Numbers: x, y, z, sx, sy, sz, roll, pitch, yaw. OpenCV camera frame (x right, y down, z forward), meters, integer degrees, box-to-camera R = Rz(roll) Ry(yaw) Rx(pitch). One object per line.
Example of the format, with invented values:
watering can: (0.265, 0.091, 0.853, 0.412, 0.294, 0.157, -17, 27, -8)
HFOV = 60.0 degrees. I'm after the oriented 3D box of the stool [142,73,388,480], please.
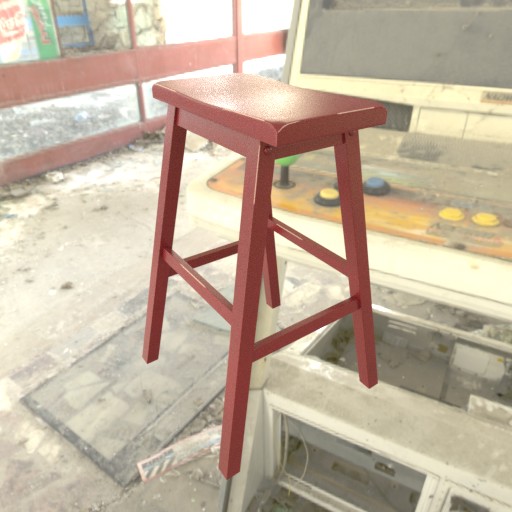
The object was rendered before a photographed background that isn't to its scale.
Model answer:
stool: (0.000, 0.000, 1.040, 0.476, 0.737, 0.457, -20, 36, -30)
